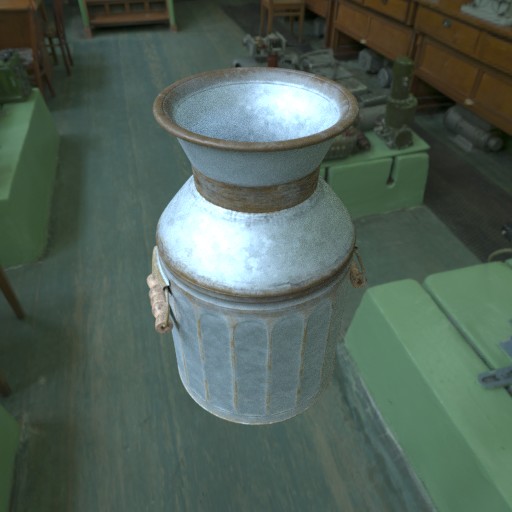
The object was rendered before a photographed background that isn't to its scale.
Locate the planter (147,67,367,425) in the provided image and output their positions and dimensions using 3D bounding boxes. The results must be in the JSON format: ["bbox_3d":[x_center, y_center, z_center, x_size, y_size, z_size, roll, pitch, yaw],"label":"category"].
[{"bbox_3d":[0.000,0.000,0.500,0.248,0.358,0.215,-11,42,-13],"label":"planter"}]
